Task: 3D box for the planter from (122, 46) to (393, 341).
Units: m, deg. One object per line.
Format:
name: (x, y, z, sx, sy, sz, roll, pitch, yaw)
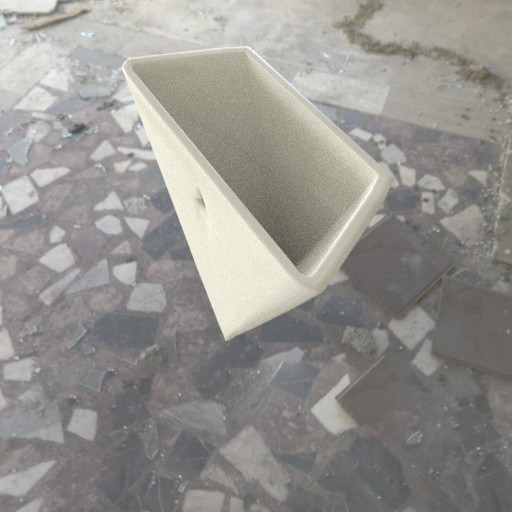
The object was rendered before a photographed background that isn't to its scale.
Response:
planter: (0.000, 0.000, 0.268, 0.060, 0.197, 0.150, -29, 62, -17)
